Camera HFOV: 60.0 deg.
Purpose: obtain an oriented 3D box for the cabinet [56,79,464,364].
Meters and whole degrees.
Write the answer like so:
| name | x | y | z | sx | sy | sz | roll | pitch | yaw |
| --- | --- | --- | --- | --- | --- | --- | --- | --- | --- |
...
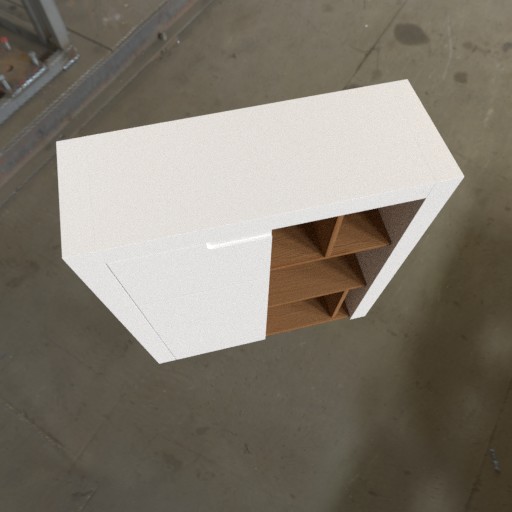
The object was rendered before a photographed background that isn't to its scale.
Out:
| name | x | y | z | sx | sy | sz | roll | pitch | yaw |
| --- | --- | --- | --- | --- | --- | --- | --- | --- | --- |
| cabinet | 0.000 | 0.000 | 1.650 | 0.990 | 1.150 | 0.348 | -12 | 65 | -6 |
